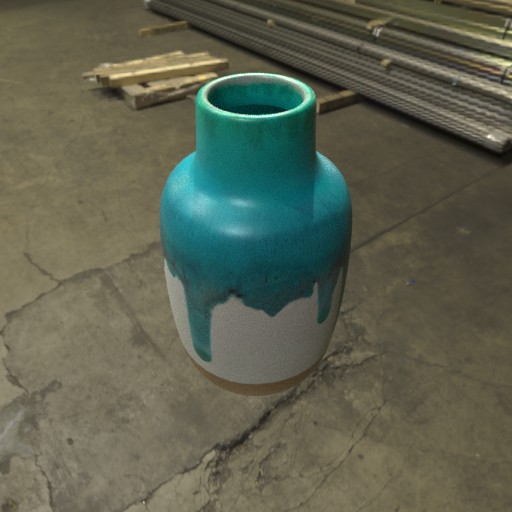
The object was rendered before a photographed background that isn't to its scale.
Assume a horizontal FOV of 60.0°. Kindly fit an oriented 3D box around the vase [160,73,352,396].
[{"bbox_3d":[0.000,0.000,0.258,0.106,0.192,0.106,0,42,0],"label":"vase"}]
